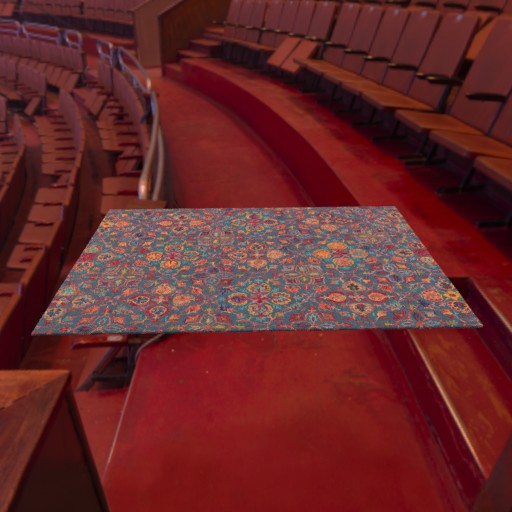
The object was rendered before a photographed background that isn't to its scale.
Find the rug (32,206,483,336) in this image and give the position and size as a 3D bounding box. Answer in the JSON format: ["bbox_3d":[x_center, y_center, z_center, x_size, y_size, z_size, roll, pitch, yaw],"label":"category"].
[{"bbox_3d":[0.000,0.000,2.319,1.836,0.014,1.216,-1,30,-1],"label":"rug"}]
